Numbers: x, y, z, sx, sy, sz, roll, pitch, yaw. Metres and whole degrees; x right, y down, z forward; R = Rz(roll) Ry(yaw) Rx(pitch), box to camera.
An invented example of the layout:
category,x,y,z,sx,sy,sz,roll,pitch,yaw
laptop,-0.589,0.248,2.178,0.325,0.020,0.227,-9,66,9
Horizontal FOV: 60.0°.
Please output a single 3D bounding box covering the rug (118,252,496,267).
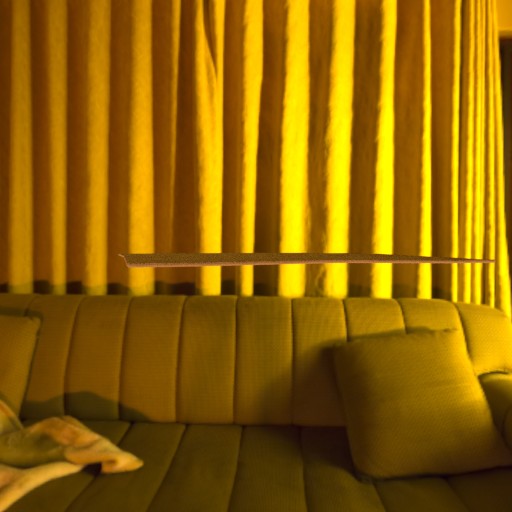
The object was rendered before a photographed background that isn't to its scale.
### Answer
category,x,y,z,sx,sy,sz,roll,pitch,yaw
rug,0.000,0.000,4.166,2.434,0.045,3.202,0,1,-18
